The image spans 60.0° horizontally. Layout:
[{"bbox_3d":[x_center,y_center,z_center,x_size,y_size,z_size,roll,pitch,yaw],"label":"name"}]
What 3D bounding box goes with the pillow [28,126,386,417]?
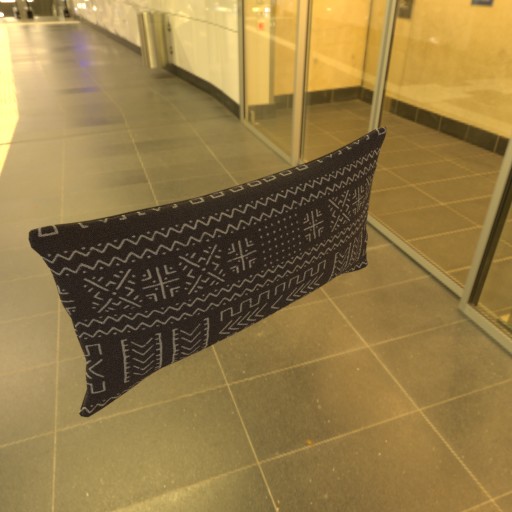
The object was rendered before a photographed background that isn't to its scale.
[{"bbox_3d":[0.000,0.000,0.755,0.667,0.322,0.135,-23,39,-32],"label":"pillow"}]
